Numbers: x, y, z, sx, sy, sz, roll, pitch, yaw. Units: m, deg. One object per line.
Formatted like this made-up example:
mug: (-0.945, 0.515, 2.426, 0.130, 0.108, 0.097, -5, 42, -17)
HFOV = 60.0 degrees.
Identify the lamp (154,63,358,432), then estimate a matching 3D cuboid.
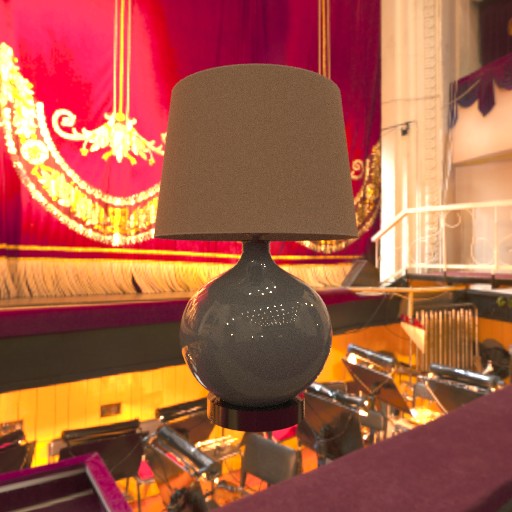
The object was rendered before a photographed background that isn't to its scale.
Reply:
lamp: (0.000, 0.000, 0.547, 0.247, 0.387, 0.247, 0, 0, 0)
